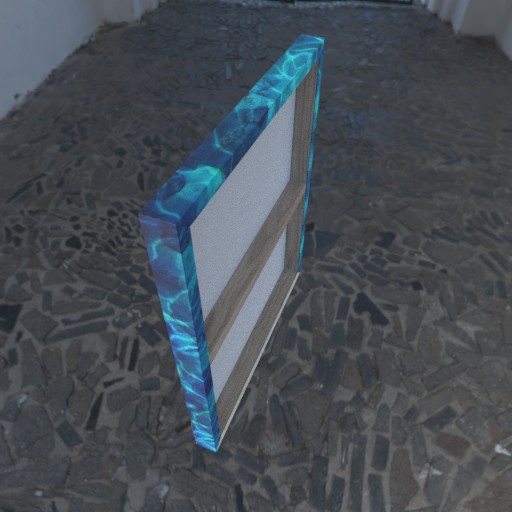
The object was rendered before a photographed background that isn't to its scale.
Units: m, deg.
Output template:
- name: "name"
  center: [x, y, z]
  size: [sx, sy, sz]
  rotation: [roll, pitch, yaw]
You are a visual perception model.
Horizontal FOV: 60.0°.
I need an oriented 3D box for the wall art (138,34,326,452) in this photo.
- name: "wall art"
  center: [0.000, 0.000, 0.690]
  size: [0.038, 0.508, 0.432]
  rotation: [17, 49, 15]
